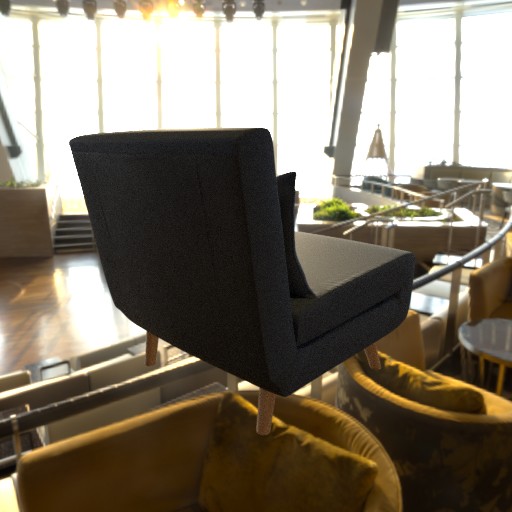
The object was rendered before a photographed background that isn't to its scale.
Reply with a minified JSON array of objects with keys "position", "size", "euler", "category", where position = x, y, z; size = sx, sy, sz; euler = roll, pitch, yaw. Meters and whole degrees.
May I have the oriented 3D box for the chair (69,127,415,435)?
[{"position":[0.000,0.000,1.496],"size":[0.770,0.808,0.900],"euler":[13,19,42],"category":"chair"}]
